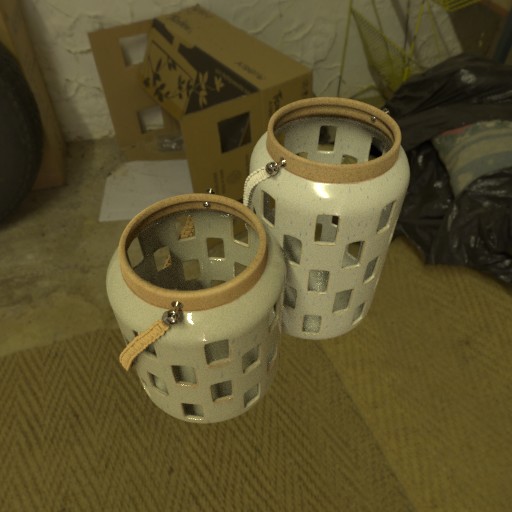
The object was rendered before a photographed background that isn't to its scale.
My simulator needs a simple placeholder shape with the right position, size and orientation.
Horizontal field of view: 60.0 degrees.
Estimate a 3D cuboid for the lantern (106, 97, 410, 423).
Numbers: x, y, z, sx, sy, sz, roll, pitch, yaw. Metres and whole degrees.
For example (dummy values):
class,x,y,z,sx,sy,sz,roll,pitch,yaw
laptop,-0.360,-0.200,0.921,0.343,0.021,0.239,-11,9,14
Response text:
class,x,y,z,sx,sy,sz,roll,pitch,yaw
lantern,0.000,0.000,0.487,0.347,0.255,0.184,-30,53,-25
